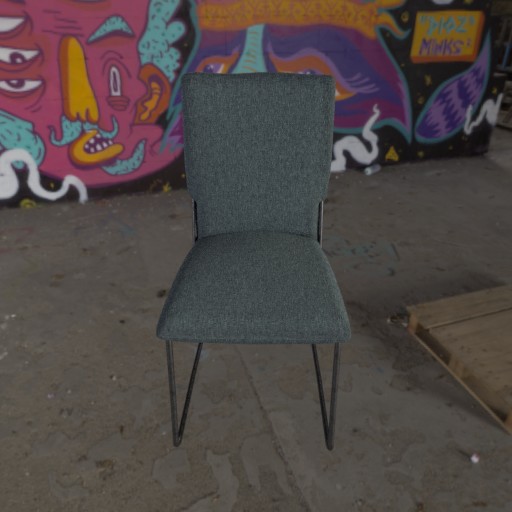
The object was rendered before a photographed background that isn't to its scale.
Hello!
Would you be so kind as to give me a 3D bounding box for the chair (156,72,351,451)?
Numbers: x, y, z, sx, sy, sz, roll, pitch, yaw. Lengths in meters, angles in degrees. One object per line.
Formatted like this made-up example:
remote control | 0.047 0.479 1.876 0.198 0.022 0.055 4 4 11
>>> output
chair | 0.000 0.000 1.286 0.480 0.931 0.635 1 29 1
